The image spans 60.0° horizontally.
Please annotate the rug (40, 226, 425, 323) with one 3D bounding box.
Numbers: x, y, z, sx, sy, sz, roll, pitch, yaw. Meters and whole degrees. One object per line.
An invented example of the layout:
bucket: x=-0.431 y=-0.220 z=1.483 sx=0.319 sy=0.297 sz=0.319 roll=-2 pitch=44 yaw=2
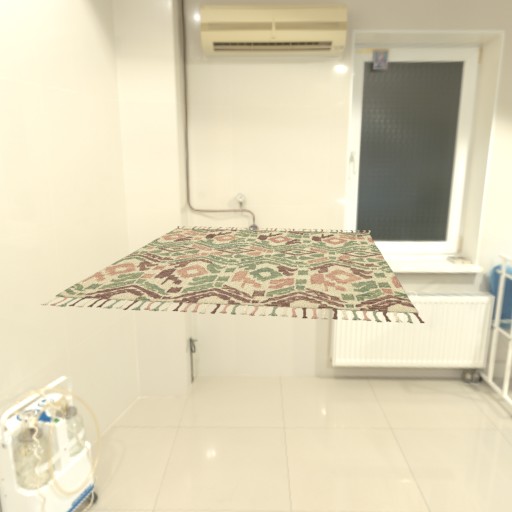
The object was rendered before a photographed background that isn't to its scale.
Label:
rug: x=0.000 y=0.000 z=4.128 sx=2.438 sy=0.010 sz=3.048 roll=2 pitch=14 yaw=7
